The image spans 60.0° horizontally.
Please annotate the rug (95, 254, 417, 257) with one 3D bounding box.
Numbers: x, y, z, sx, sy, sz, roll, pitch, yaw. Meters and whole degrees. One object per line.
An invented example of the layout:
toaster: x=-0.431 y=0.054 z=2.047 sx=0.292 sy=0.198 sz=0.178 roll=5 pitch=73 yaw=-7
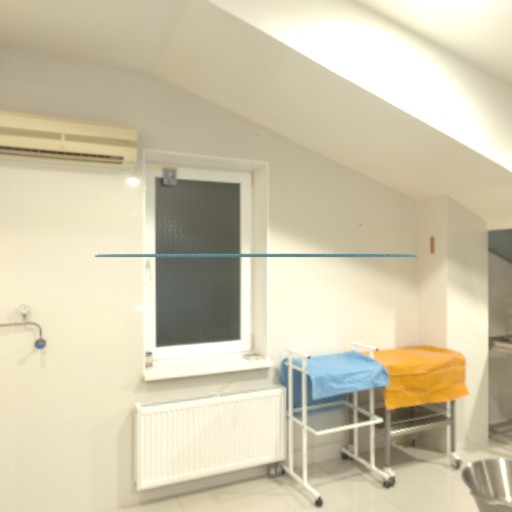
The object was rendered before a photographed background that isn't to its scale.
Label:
rug: x=0.000 y=0.000 z=2.330 sx=1.593 sy=0.012 sz=1.593 roll=0 pitch=0 yaw=0
